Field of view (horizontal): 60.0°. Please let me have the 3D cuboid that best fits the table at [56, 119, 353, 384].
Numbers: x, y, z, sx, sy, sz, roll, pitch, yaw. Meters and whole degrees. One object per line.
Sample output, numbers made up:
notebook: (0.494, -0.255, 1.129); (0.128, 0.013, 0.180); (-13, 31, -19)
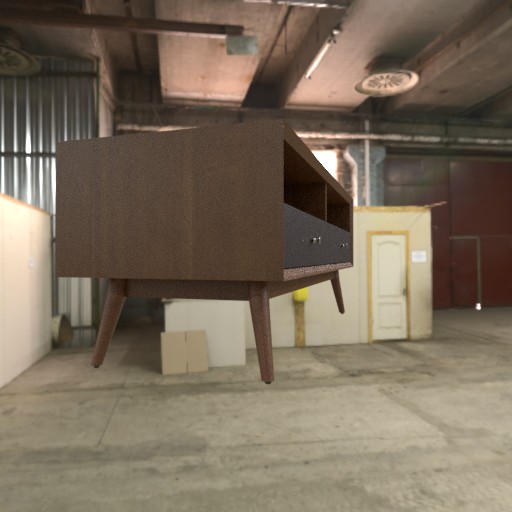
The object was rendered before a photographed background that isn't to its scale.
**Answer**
table: (0.000, 0.000, 1.358); (0.490, 0.464, 1.119); (0, 0, 18)
